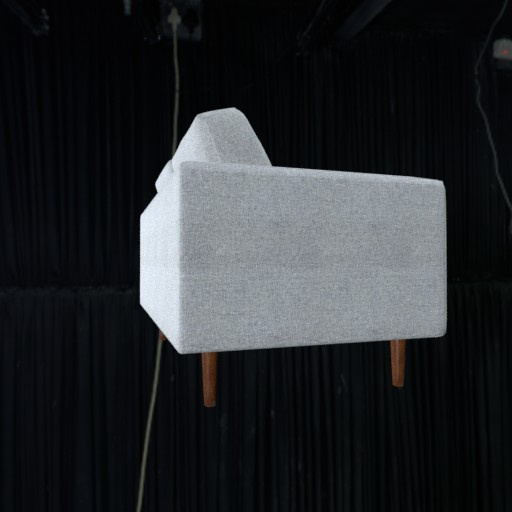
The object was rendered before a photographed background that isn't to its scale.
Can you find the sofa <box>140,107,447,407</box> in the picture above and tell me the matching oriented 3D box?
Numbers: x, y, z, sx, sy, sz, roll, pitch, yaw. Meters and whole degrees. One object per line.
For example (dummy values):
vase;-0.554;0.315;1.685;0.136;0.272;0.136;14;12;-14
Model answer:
sofa;0.000;0.000;2.122;0.969;0.973;1.527;0;-1;-19
